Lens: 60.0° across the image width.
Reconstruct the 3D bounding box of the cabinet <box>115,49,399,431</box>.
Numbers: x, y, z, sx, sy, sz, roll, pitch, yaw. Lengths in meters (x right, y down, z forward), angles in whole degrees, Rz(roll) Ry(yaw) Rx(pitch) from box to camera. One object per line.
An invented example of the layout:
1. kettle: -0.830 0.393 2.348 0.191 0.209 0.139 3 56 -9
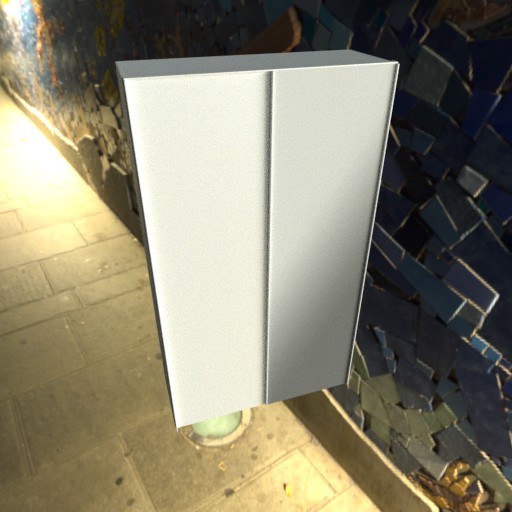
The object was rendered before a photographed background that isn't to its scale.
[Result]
1. cabinet: 0.000 0.000 2.652 1.250 2.160 0.480 -10 34 -15
